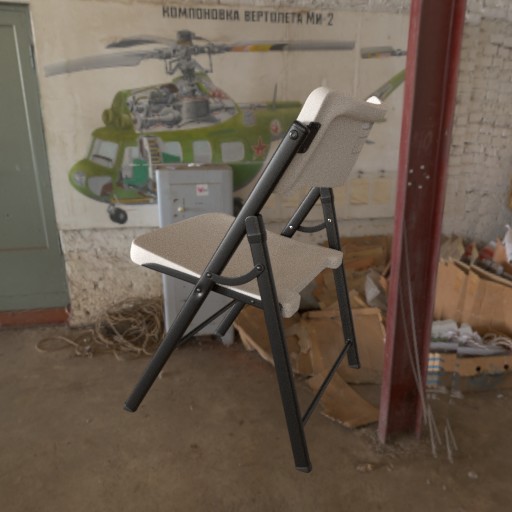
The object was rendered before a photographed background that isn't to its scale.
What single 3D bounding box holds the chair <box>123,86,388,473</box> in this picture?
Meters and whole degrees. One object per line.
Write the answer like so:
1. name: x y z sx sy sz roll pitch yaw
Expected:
1. chair: 0.000 0.000 1.117 0.577 0.765 0.482 8 19 24
